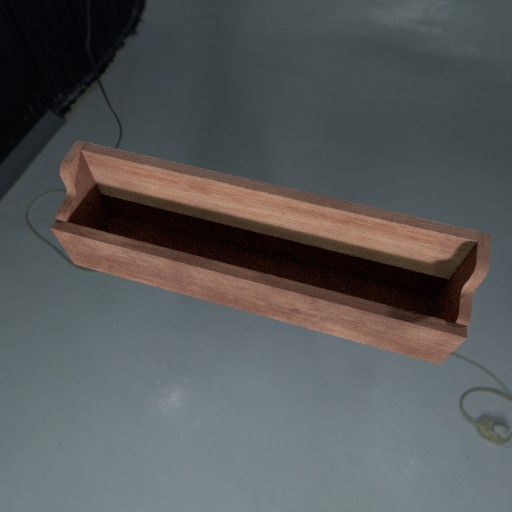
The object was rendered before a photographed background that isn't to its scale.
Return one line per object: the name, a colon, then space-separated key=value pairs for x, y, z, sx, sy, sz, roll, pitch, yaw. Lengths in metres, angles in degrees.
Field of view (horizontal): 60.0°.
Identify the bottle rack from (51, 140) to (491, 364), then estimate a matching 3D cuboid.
bottle rack: x=0.000 y=0.000 z=0.682 sx=0.608 sy=0.196 sz=0.126 roll=14 pitch=59 yaw=9
